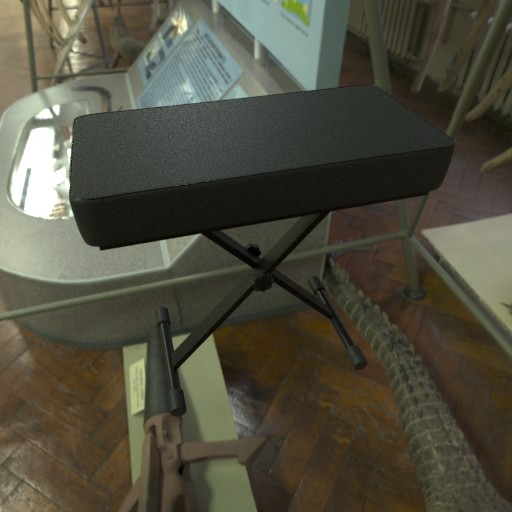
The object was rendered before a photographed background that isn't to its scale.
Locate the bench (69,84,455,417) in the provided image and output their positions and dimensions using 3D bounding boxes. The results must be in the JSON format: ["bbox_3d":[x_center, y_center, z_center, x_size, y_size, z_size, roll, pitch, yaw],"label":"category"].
[{"bbox_3d":[0.000,0.000,0.931,0.600,0.561,0.300,-11,41,-12],"label":"bench"}]
